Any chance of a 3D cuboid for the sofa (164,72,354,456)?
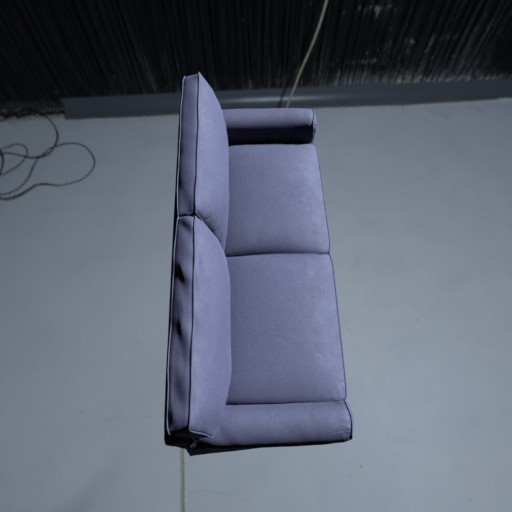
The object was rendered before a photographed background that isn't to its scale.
[{"bbox_3d":[0.000,0.000,2.811,0.983,1.094,2.256,-2,64,-1],"label":"sofa"}]
